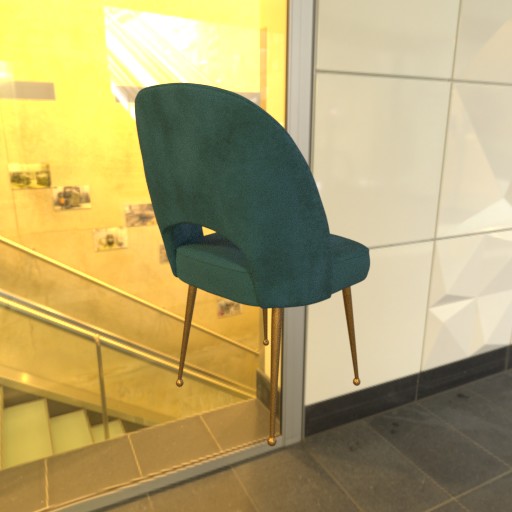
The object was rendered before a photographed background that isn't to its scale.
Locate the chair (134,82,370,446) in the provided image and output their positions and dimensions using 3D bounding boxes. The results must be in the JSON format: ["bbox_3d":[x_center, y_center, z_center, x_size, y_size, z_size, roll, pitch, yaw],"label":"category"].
[{"bbox_3d":[0.000,0.000,1.240,0.527,0.860,0.577,14,21,43],"label":"chair"}]
